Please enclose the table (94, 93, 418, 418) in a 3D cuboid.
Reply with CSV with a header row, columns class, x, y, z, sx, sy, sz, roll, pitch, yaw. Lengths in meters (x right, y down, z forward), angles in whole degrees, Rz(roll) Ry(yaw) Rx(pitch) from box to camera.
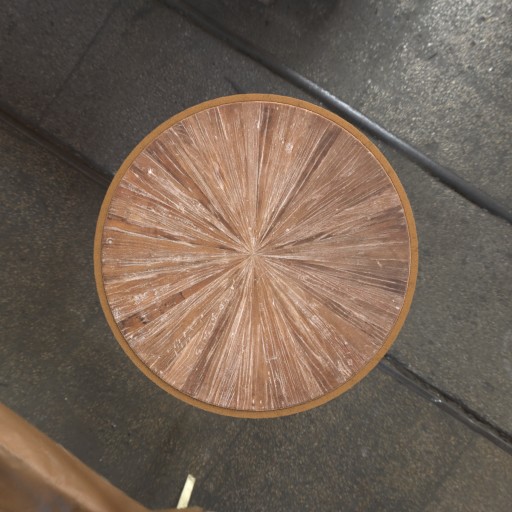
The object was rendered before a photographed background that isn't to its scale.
class,x,y,z,sx,sy,sz,roll,pitch,yaw
table,0.000,0.000,1.564,1.001,0.409,1.001,0,90,1
